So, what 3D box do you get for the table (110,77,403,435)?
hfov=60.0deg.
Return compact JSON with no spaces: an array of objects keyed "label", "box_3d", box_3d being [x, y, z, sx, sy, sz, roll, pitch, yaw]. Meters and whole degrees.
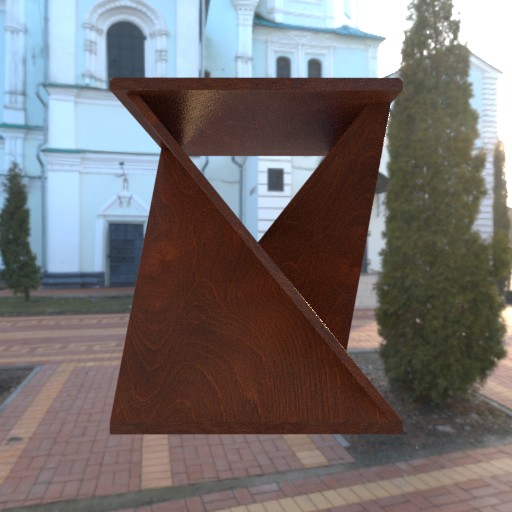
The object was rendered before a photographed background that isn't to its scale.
[{"label":"table","box_3d":[0.000,0.000,0.859,0.427,0.520,0.427,0,0,0]}]
